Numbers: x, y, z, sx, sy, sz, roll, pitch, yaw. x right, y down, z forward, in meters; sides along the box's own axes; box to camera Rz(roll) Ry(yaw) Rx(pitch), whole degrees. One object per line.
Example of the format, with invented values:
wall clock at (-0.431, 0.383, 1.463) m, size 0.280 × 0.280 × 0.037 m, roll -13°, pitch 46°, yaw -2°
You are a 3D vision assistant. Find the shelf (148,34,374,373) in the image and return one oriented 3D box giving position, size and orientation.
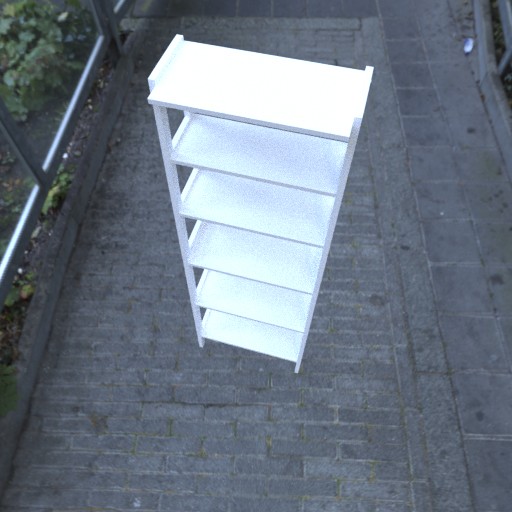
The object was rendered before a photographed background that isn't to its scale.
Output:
shelf at (0.000, 0.000, 2.124) m, size 0.660 × 1.892 × 0.381 m, roll 13°, pitch 59°, yaw 8°
